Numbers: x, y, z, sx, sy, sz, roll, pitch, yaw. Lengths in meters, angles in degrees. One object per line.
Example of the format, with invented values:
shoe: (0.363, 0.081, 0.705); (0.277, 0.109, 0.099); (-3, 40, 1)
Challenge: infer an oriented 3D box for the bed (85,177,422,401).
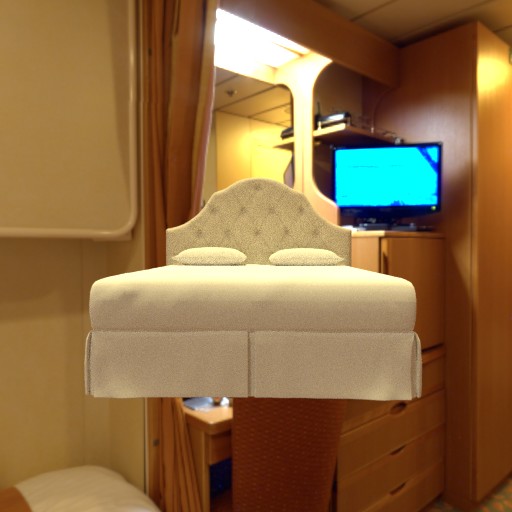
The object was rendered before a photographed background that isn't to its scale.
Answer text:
bed: (0.000, 0.000, 3.617); (2.008, 1.615, 2.214); (0, 1, 1)
